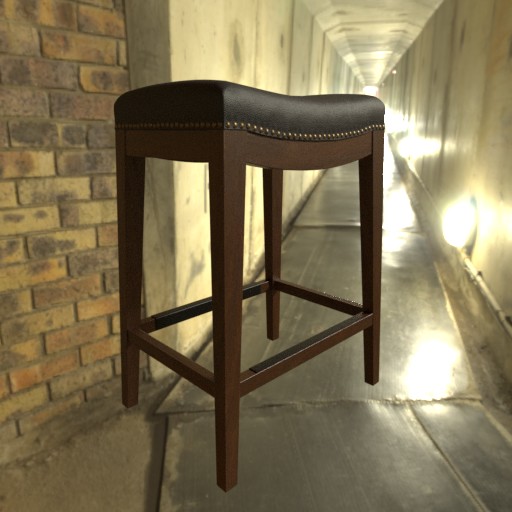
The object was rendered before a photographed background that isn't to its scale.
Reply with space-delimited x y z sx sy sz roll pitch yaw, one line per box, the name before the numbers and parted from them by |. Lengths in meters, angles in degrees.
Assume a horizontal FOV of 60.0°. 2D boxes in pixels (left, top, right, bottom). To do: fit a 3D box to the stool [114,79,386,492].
stool | 0.000 0.000 0.941 0.490 0.664 0.353 -15 22 -42
